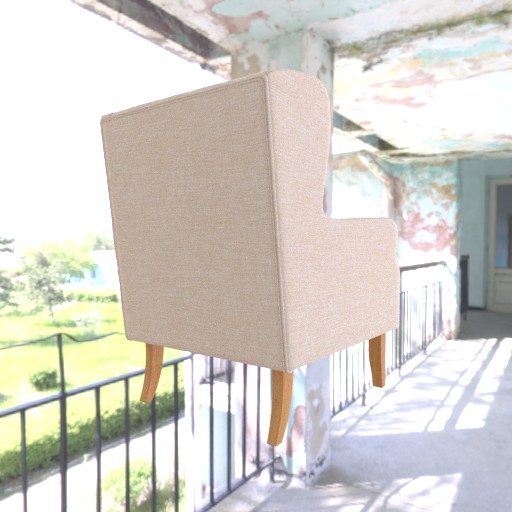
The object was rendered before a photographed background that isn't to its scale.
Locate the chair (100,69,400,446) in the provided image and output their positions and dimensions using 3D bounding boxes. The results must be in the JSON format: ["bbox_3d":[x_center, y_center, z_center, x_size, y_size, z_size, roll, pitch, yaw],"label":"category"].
[{"bbox_3d":[0.000,0.000,1.465,0.710,0.930,0.760,2,3,36],"label":"chair"}]
